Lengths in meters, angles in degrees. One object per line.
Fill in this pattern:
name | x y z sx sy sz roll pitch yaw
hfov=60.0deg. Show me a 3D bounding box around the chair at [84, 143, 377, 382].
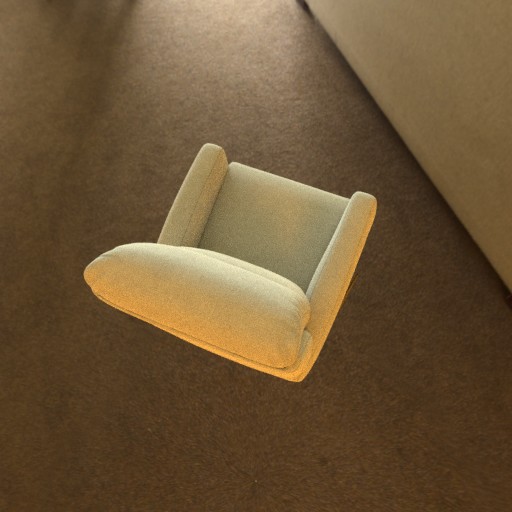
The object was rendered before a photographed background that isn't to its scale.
chair | 0.000 0.000 1.712 0.812 1.015 0.941 20 65 10
